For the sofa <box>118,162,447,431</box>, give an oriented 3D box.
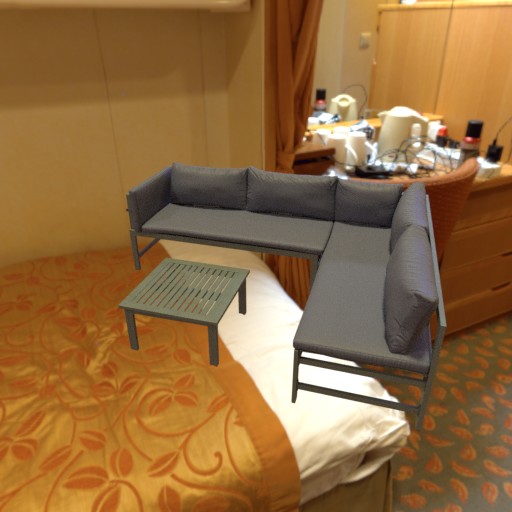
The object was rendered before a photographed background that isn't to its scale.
[{"bbox_3d":[0.000,0.000,2.938,2.149,0.762,1.658,8,29,14],"label":"sofa"}]
